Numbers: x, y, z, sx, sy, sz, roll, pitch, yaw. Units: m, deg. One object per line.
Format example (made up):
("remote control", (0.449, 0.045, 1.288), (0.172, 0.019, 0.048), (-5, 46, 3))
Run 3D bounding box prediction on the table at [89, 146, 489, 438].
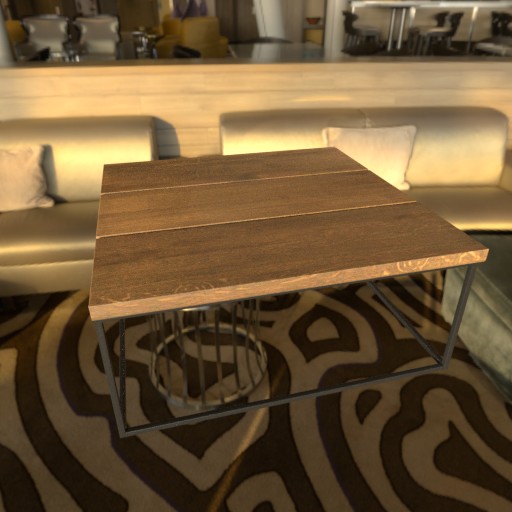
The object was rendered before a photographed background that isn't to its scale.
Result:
("table", (0.000, 0.000, 1.422), (0.900, 0.400, 0.900), (-7, 30, -13))
